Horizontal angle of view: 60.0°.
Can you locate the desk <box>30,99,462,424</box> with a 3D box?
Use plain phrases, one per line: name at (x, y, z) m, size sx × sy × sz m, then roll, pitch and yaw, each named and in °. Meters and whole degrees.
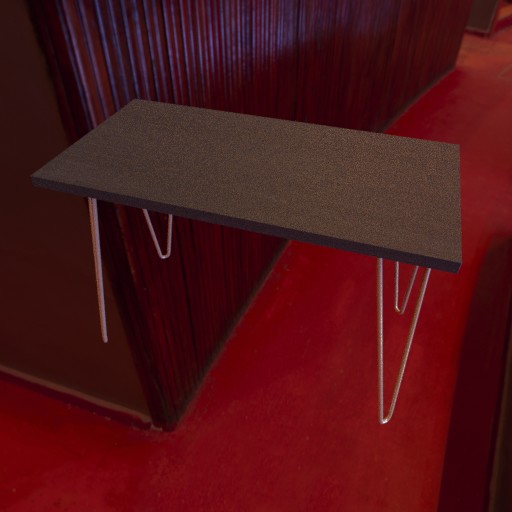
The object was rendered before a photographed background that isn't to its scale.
desk at (0.000, 0.000, 1.355) m, size 0.991 × 0.660 × 0.499 m, roll 12°, pitch 43°, yaw 14°
